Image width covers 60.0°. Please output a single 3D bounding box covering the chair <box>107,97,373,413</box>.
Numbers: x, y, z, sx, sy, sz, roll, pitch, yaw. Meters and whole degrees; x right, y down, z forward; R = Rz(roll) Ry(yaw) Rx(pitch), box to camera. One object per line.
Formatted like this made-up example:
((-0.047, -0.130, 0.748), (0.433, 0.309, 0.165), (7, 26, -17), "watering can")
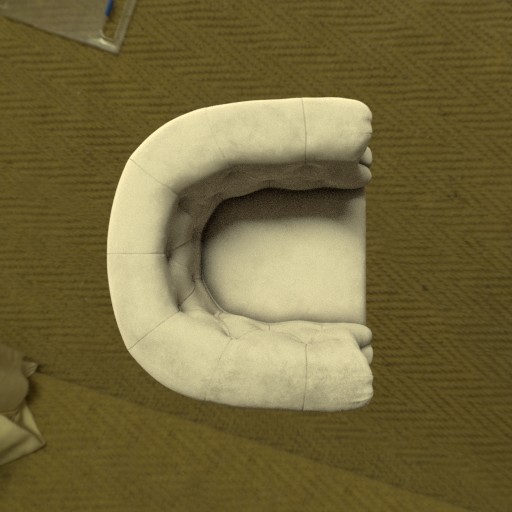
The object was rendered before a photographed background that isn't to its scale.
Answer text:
((0.000, 0.000, 1.603), (0.851, 0.826, 0.904), (0, 89, 1), "chair")
